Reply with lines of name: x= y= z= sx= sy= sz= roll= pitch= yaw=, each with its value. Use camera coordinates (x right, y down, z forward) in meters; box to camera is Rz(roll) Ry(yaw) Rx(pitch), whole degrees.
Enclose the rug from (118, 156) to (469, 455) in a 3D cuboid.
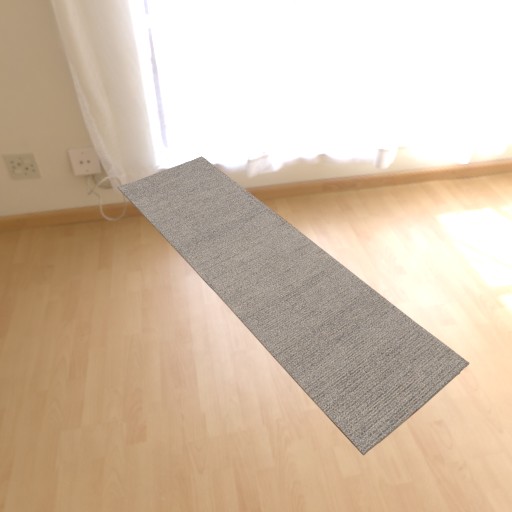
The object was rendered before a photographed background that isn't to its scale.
rug: x=0.000 y=0.000 z=2.533 sx=0.692 sy=0.032 sz=2.320 roll=-26 pitch=48 yaw=-26
